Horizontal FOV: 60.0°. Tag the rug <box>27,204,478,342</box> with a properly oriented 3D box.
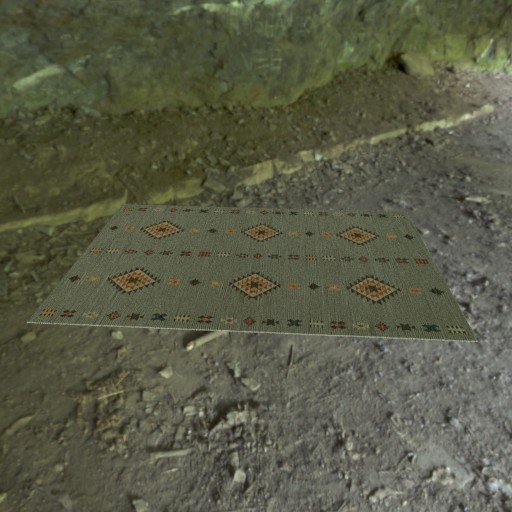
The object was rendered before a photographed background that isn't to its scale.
[{"bbox_3d":[0.000,0.000,2.305,1.818,0.005,1.217,2,30,3],"label":"rug"}]
